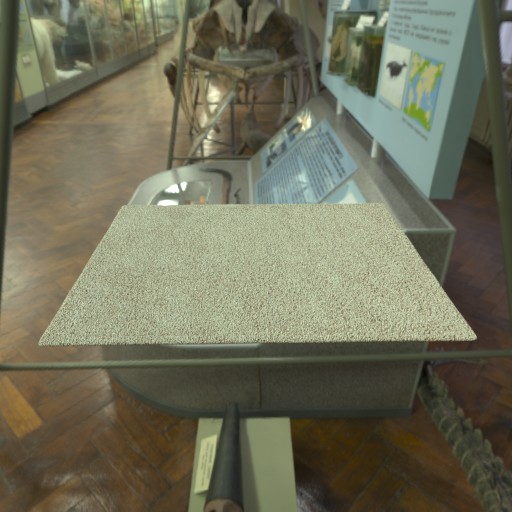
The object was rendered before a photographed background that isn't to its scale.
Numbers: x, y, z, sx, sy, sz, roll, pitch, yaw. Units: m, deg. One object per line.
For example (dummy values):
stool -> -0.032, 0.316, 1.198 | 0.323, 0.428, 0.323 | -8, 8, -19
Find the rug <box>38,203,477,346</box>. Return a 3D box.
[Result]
rug -> 0.000, 0.000, 4.114 | 3.047, 0.029, 2.438 | -1, 29, -1
